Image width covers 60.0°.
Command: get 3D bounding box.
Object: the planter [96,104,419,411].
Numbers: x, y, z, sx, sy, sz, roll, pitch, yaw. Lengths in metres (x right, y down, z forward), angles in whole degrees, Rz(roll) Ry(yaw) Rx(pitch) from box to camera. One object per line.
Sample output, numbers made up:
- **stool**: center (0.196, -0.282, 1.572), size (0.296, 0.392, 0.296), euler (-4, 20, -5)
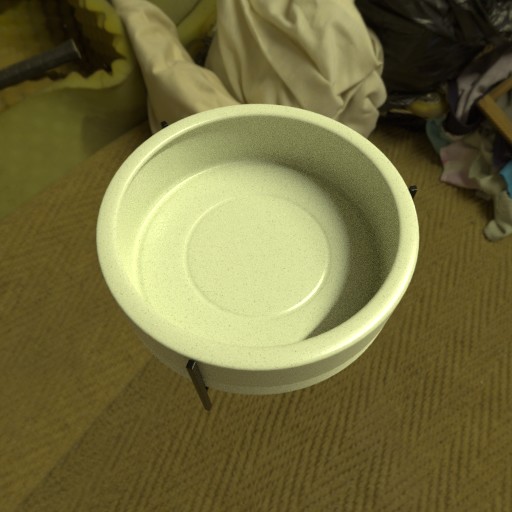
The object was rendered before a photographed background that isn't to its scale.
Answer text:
- **planter**: center (0.000, 0.000, 0.535), size (0.336, 0.171, 0.345), euler (17, 61, 10)
